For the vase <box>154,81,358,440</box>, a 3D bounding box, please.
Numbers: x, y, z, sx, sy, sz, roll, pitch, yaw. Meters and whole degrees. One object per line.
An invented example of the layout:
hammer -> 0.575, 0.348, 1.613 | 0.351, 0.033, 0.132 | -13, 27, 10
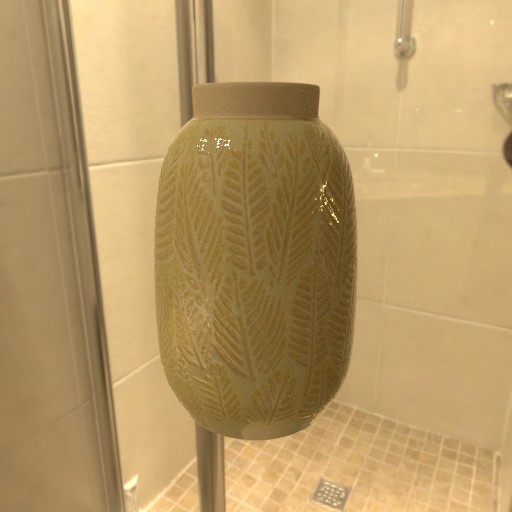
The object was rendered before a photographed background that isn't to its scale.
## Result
vase -> 0.000, 0.000, 0.377 | 0.172, 0.270, 0.172 | 0, 17, 0
